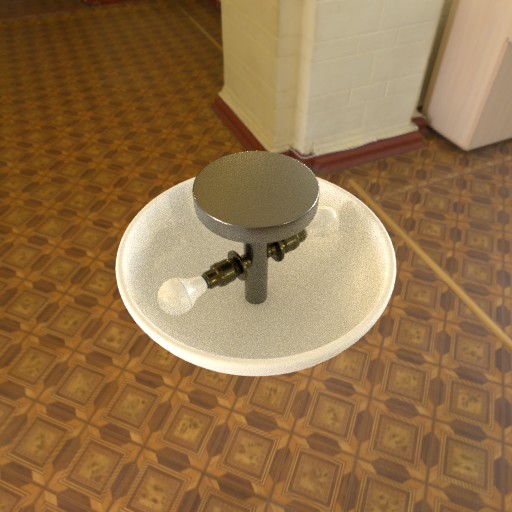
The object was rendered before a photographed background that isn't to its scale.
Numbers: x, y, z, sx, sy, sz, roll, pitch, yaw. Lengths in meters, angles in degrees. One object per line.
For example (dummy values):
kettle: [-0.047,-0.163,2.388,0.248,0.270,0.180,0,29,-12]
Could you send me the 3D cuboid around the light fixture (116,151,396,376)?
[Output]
light fixture: [0.000,0.000,0.545,0.330,0.214,0.330,0,45,0]
